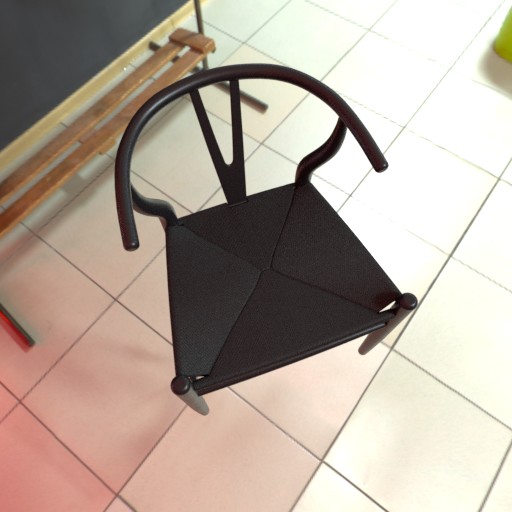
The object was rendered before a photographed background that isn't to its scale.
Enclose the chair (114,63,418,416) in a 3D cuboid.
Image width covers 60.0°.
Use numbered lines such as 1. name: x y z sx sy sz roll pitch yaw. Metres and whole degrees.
1. chair: 0.000 0.000 1.151 0.569 0.730 0.579 -18 66 -8
